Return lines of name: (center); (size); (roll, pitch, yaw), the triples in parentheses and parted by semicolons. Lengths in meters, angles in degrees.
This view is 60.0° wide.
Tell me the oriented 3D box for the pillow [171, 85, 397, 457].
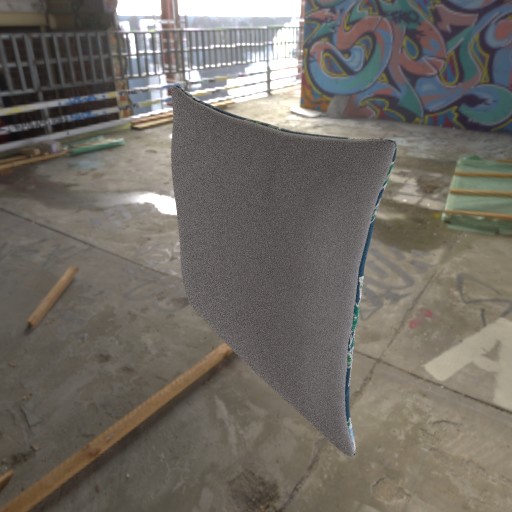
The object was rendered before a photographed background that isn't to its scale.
pillow: (0.000, 0.000, 0.775); (0.166, 0.508, 0.525); (-19, 34, -31)
